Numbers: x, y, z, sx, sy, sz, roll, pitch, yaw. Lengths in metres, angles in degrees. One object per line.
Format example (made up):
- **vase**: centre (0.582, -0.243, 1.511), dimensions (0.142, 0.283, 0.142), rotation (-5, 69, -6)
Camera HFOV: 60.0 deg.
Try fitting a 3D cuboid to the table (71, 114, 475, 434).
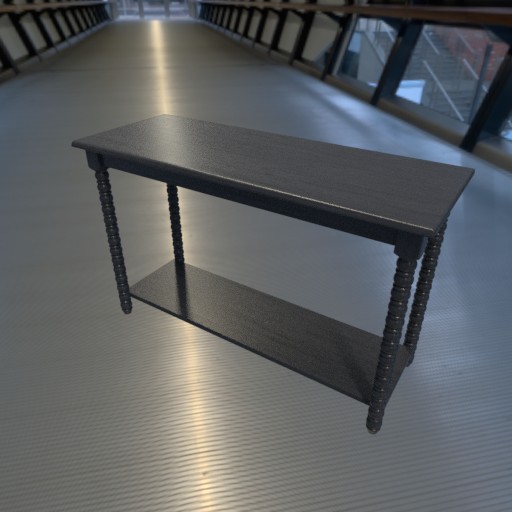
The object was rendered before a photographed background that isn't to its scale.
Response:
- **table**: centre (0.000, 0.000, 1.549), dimensions (1.184, 0.735, 0.459), rotation (19, 36, 28)
